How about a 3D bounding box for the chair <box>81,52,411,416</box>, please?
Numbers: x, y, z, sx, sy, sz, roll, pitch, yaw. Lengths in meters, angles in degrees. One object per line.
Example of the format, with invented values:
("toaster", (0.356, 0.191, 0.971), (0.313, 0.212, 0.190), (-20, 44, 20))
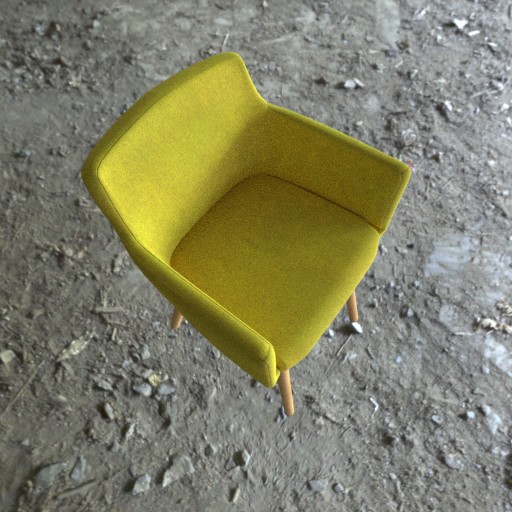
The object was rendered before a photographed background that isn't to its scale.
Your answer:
("chair", (0.000, 0.000, 1.161), (0.570, 0.780, 0.570), (33, 64, 18))
